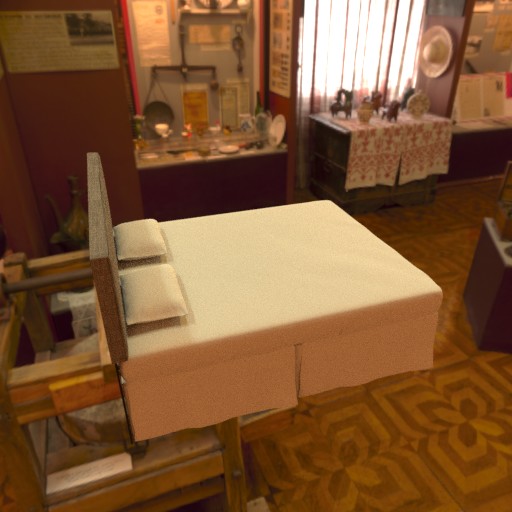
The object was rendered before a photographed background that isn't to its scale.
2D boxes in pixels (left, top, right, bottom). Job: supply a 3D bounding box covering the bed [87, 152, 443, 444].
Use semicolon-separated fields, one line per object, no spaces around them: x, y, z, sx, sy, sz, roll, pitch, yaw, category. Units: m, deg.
0.000;0.000;3.004;1.958;1.168;1.621;-9;31;-16;bed
